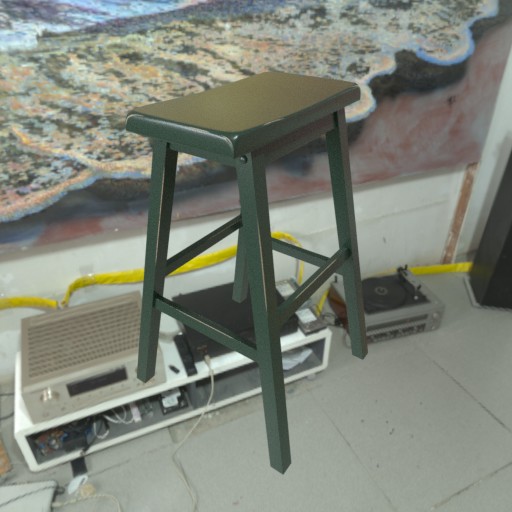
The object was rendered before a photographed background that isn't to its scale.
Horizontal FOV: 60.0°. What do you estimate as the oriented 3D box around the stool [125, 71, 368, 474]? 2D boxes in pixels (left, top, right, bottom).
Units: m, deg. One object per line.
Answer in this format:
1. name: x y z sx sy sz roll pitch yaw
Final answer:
1. stool: 0.000 0.000 1.052 0.476 0.737 0.457 21 39 29
